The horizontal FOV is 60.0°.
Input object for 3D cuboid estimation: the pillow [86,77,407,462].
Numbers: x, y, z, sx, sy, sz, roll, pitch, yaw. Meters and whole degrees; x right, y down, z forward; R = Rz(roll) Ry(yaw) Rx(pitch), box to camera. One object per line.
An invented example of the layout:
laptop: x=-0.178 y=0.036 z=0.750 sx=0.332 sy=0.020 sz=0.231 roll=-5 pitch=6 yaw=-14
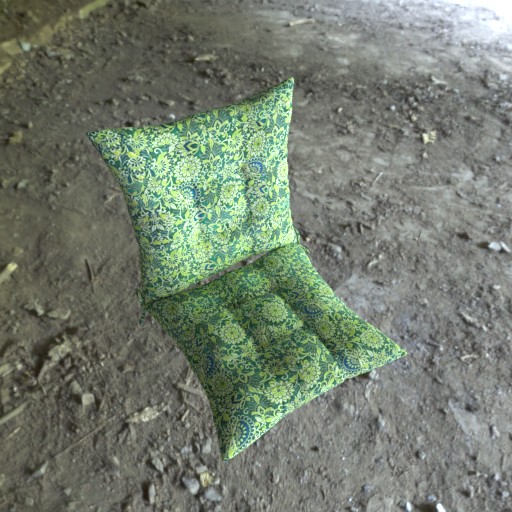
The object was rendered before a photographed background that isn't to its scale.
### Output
pillow: x=0.000 y=0.000 z=1.009 sx=0.541 sy=0.536 sz=0.585 roll=-23 pitch=49 yaw=-21
